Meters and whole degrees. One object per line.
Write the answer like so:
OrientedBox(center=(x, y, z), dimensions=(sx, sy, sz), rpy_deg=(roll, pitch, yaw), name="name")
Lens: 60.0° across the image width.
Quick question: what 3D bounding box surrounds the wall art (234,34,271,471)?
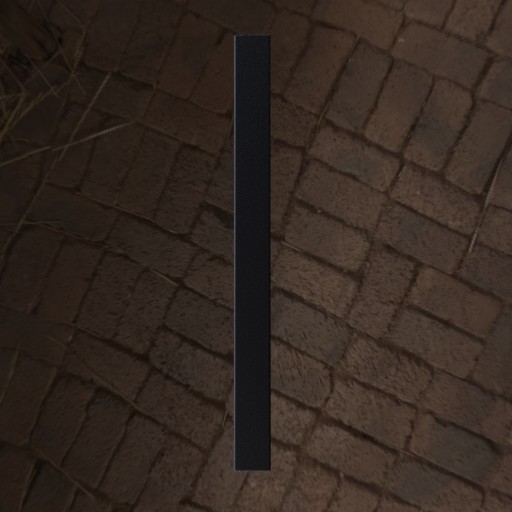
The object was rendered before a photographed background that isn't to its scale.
OrientedBox(center=(0.000, 0.000, 0.523), dimensions=(0.028, 0.381, 0.328), rpy_deg=(0, 89, 1), name="wall art")
